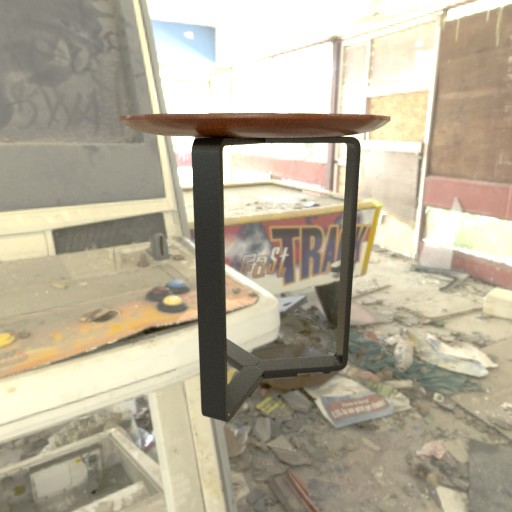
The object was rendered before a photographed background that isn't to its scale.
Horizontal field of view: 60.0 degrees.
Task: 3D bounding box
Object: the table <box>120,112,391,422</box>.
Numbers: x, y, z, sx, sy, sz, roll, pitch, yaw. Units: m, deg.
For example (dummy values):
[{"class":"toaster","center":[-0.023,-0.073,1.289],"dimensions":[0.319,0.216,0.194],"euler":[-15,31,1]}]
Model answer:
[{"class":"table","center":[0.000,0.000,0.754],"dimensions":[0.410,0.450,0.380],"euler":[-2,16,-7]}]
